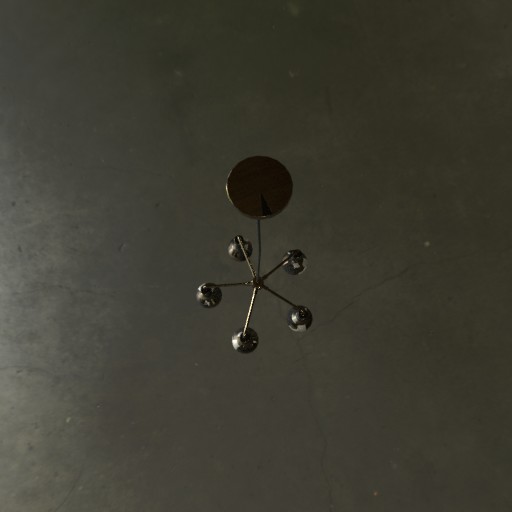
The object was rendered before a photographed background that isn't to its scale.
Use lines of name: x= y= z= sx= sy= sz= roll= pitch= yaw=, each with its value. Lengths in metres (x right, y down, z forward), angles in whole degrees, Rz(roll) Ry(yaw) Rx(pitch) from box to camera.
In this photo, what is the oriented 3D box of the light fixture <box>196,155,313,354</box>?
light fixture: x=0.000 y=0.000 z=1.212 sx=0.438 sy=0.988 sz=0.421 roll=-21 pitch=76 yaw=-6
